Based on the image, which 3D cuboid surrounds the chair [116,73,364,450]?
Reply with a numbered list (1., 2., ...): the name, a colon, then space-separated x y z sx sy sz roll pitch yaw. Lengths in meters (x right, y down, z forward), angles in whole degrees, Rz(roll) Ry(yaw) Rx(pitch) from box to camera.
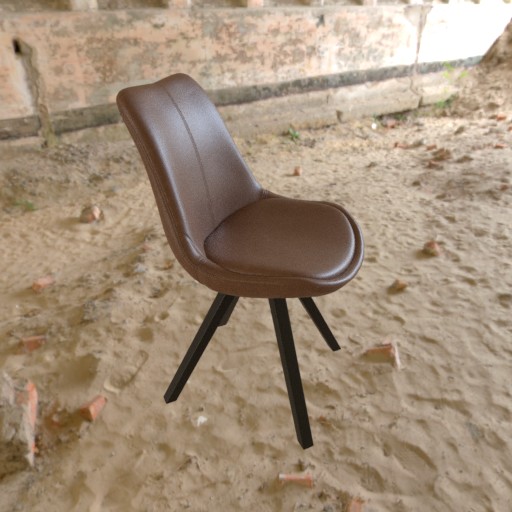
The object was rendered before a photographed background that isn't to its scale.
1. chair: 0.000 0.000 1.173 0.550 0.850 0.475 10 32 17
